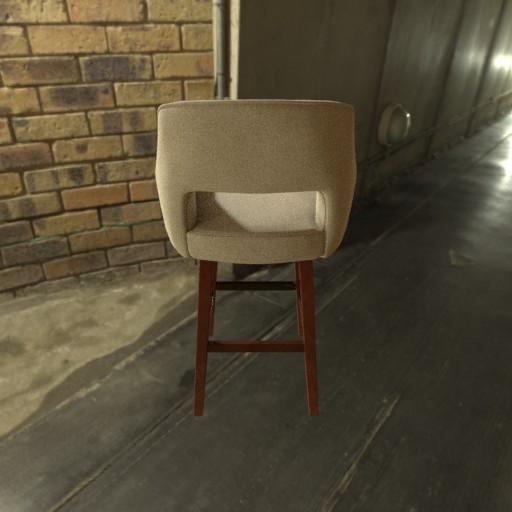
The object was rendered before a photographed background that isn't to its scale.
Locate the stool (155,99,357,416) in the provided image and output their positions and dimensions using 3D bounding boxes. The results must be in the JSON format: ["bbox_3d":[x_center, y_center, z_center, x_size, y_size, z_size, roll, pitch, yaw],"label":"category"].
[{"bbox_3d":[0.000,0.000,1.404,0.550,1.041,0.560,0,30,0],"label":"stool"}]
